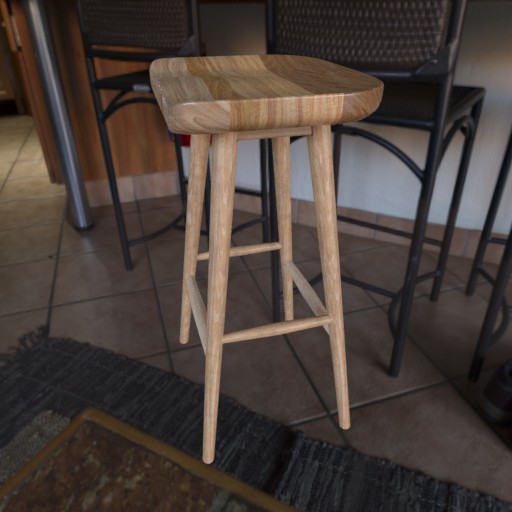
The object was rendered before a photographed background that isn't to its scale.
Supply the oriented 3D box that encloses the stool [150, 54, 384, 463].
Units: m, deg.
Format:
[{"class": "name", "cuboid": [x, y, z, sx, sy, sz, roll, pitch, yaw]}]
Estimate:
[{"class": "stool", "cuboid": [0.000, 0.000, 0.897, 0.322, 0.698, 0.407, -8, 32, -13]}]
